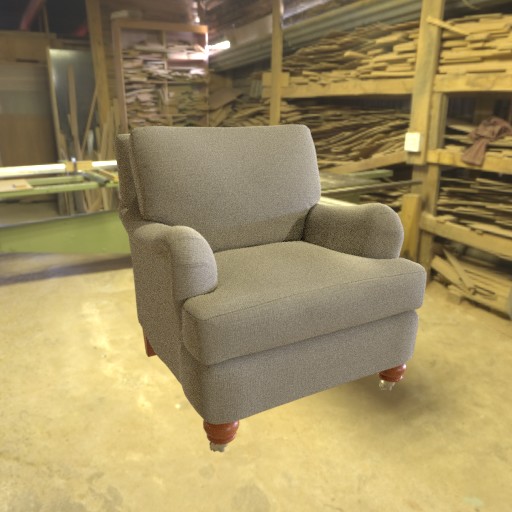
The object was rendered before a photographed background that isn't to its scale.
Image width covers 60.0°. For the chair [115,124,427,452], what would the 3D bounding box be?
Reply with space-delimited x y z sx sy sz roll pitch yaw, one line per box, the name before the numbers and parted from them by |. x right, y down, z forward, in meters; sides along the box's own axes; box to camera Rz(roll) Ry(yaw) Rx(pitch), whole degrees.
chair | 0.000 0.000 1.854 0.955 1.038 1.070 -9 20 -26
